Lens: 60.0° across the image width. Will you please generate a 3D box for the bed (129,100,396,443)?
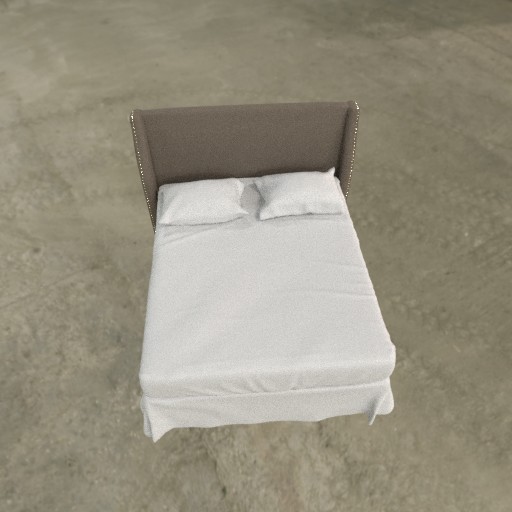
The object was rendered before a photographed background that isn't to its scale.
[{"bbox_3d":[0.000,0.000,3.449,1.925,1.332,2.276,-3,48,-3],"label":"bed"}]
